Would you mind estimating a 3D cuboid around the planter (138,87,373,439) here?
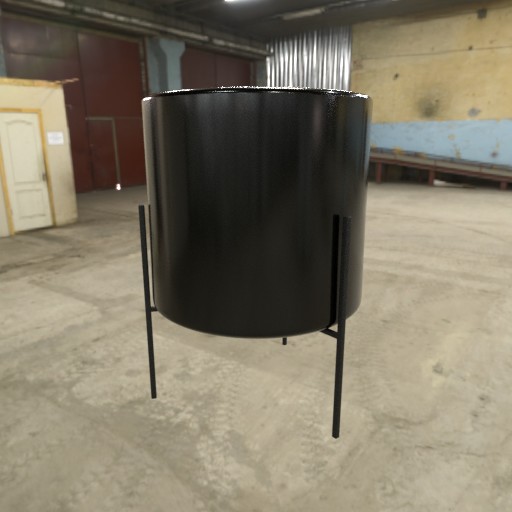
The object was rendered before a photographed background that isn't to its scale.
[{"bbox_3d":[0.000,0.000,0.643,0.310,0.432,0.310,-7,16,-25],"label":"planter"}]
